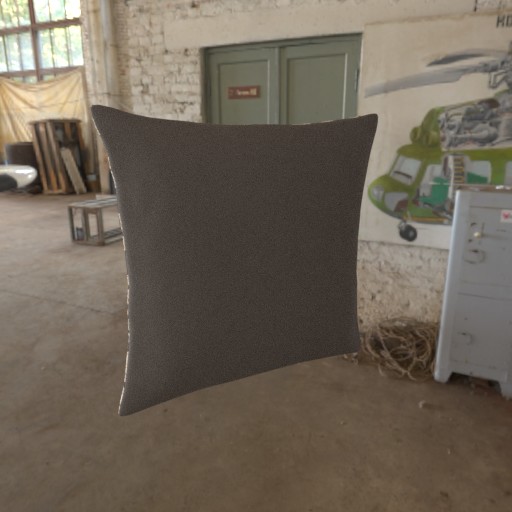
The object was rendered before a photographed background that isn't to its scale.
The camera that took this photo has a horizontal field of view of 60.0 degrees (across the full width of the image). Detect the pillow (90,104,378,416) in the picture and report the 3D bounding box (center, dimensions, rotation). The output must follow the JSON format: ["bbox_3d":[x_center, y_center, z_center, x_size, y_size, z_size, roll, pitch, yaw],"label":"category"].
[{"bbox_3d":[0.000,0.000,0.806,0.526,0.507,0.166,-8,17,-26],"label":"pillow"}]
